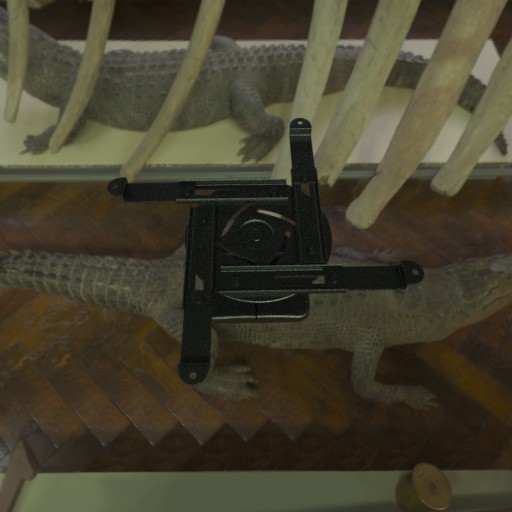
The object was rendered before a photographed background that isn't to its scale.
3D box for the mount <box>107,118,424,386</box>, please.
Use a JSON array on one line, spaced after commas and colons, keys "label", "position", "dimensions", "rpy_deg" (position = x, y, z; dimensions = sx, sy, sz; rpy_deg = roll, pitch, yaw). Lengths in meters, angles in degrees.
[{"label": "mount", "position": [0.000, 0.000, 0.617], "dimensions": [0.394, 0.141, 0.394], "rpy_deg": [-1, 59, -1]}]
